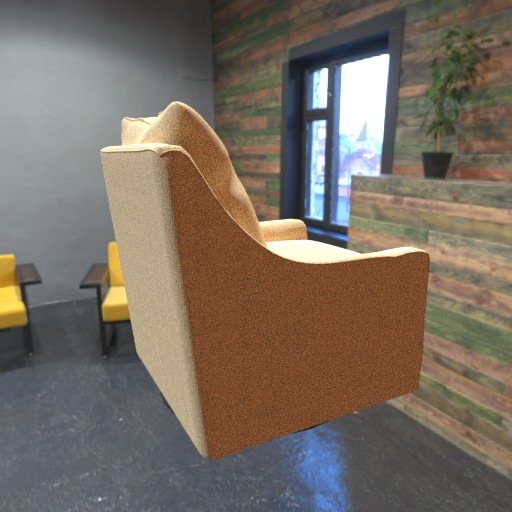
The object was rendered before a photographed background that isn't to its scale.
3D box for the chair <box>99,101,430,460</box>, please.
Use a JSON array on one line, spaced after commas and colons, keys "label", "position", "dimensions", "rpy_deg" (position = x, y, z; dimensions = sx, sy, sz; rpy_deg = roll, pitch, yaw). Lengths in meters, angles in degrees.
[{"label": "chair", "position": [0.000, 0.000, 1.528], "dimensions": [0.876, 0.927, 0.760], "rpy_deg": [-7, 15, -27]}]
